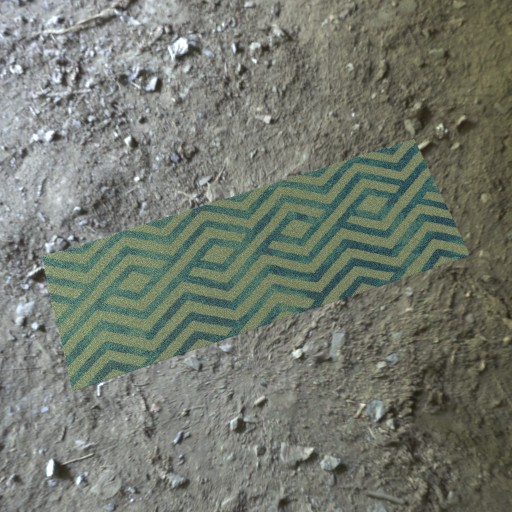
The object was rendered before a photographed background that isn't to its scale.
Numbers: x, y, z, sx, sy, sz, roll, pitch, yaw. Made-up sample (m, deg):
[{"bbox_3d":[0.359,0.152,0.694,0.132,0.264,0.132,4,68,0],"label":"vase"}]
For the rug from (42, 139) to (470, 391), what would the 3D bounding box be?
[{"bbox_3d":[0.000,0.000,1.627,1.492,0.007,0.503,-18,76,-5],"label":"rug"}]
